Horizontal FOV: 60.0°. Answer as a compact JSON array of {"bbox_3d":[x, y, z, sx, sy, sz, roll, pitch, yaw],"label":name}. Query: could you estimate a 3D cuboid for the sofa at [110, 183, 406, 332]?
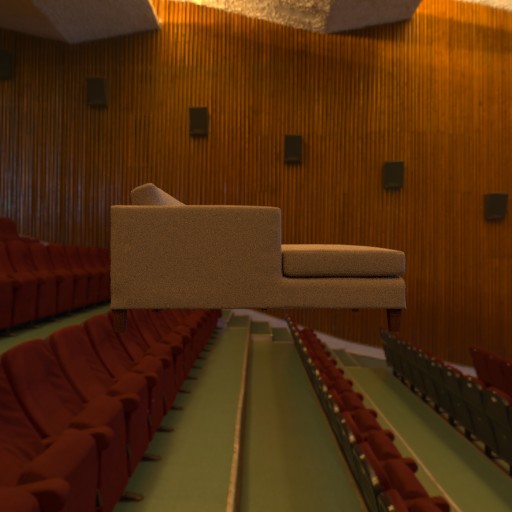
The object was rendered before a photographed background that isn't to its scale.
[{"bbox_3d":[0.000,0.000,3.971,1.625,0.846,3.186,0,0,-1],"label":"sofa"}]
